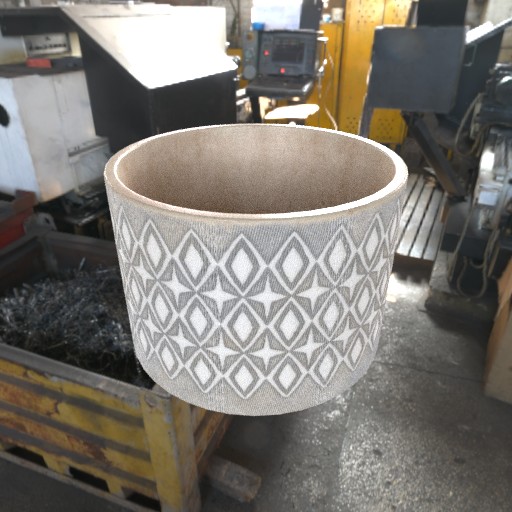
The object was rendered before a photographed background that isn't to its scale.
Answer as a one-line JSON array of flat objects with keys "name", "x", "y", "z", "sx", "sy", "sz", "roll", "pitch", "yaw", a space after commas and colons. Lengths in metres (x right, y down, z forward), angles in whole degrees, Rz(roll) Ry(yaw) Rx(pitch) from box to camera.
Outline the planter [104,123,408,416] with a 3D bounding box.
[{"name": "planter", "x": 0.000, "y": 0.000, "z": 0.280, "sx": 0.164, "sy": 0.127, "sz": 0.164, "roll": 0, "pitch": 30, "yaw": 0}]
